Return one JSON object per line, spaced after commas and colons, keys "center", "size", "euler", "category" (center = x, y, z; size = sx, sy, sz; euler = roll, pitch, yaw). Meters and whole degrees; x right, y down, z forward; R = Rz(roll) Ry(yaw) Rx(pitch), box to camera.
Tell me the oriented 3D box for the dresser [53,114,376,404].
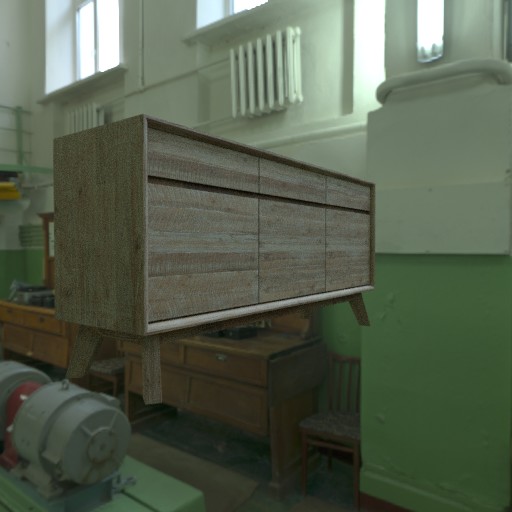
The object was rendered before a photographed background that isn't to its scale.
{"center": [0.000, 0.000, 1.959], "size": [0.455, 0.788, 1.602], "euler": [1, 2, 37], "category": "dresser"}
